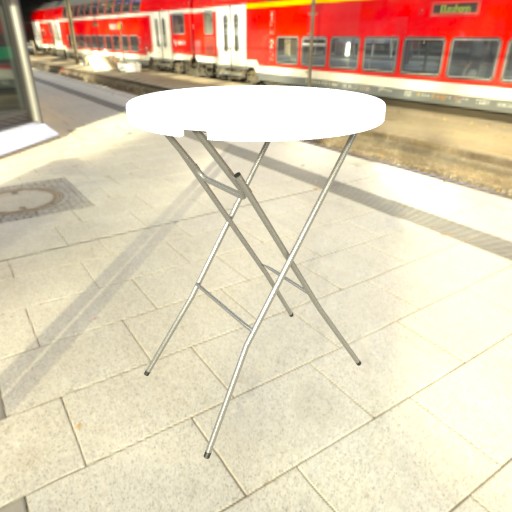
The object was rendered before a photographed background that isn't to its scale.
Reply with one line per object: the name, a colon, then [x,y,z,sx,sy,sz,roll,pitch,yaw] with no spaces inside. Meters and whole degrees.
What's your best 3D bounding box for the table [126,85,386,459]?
table: [0.000,0.000,1.642,0.795,1.105,0.792,-18,32,-32]
